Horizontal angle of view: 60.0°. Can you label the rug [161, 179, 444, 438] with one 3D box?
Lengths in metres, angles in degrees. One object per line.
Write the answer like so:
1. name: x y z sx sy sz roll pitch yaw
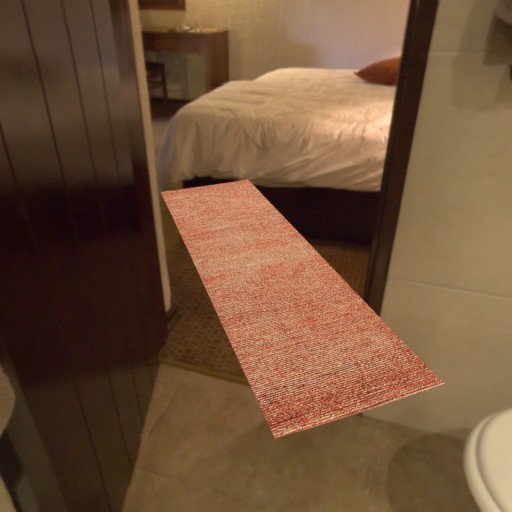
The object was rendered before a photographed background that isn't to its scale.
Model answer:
1. rug: 0.000 0.000 2.571 0.718 0.013 2.353 -10 32 -17
